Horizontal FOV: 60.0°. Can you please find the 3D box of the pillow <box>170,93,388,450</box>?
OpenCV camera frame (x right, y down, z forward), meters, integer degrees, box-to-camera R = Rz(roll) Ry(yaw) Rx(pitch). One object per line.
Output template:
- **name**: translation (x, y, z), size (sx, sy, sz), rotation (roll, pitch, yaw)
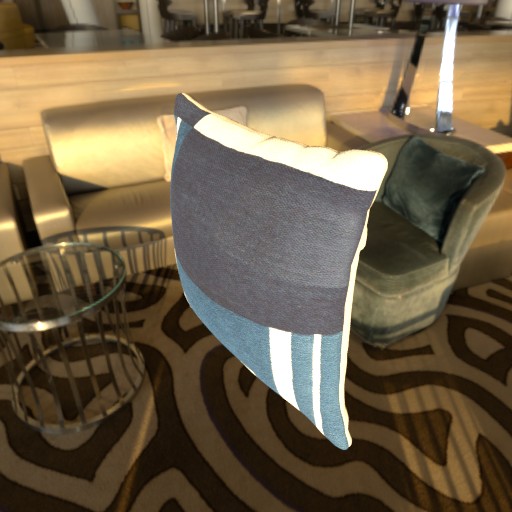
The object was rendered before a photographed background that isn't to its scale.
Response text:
- **pillow**: translation (0.000, 0.000, 0.804), size (0.229, 0.506, 0.536), rotation (-20, 37, -30)
